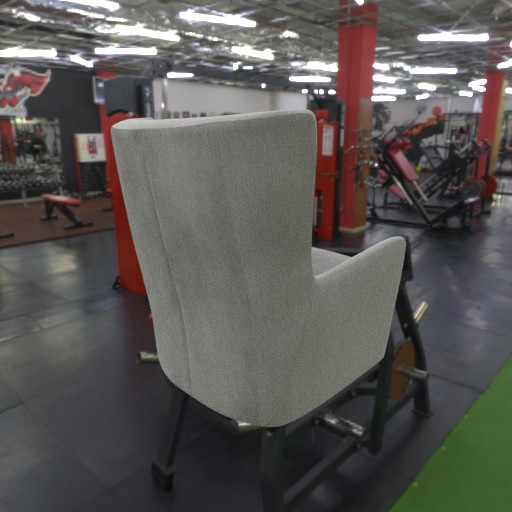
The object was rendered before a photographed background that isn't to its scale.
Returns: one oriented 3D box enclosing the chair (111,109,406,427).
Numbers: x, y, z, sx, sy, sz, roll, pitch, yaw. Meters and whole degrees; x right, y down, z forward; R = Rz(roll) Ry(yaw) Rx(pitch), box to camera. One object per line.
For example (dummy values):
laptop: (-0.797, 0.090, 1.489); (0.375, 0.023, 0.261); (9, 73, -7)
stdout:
chair: (0.000, 0.000, 1.661); (0.904, 1.000, 0.779); (-14, 21, -43)
